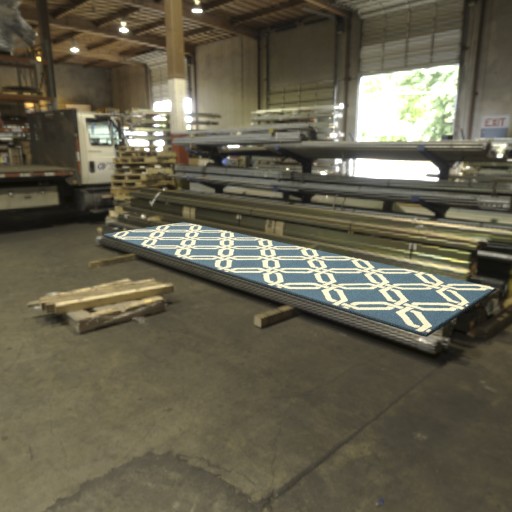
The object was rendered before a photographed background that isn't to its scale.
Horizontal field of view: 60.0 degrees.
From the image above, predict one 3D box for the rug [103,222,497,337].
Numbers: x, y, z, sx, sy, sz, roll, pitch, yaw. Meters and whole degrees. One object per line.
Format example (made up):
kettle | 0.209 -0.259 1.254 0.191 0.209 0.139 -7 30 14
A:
rug | 0.000 0.000 2.467 0.678 0.014 2.276 -14 20 -43
